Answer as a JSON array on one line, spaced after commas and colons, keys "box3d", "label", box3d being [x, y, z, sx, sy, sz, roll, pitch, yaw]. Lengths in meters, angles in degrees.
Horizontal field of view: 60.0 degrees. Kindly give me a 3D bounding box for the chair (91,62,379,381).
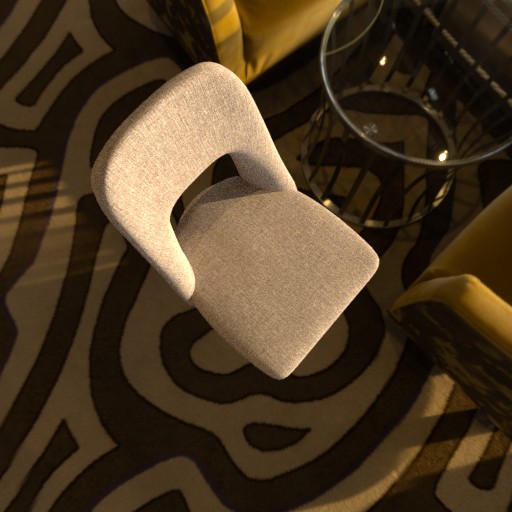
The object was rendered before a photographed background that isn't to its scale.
[{"box3d": [0.000, 0.000, 1.272, 0.612, 0.931, 0.470, 41, 80, 9], "label": "chair"}]
